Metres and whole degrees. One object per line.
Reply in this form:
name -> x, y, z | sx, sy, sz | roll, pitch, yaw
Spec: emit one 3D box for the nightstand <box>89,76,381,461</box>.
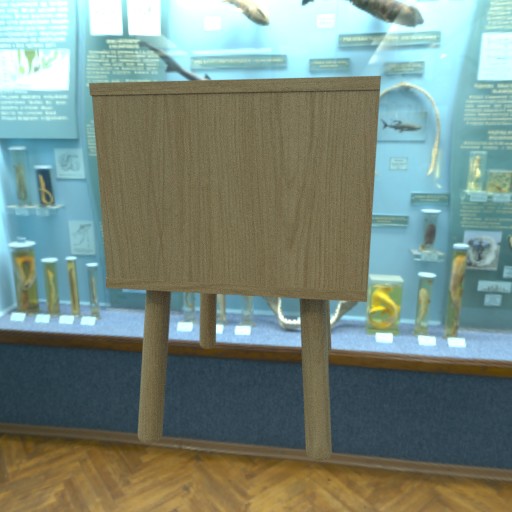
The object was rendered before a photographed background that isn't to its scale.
nightstand -> 0.000, 0.000, 0.848 | 0.380, 0.571, 0.450 | 2, 14, 9
